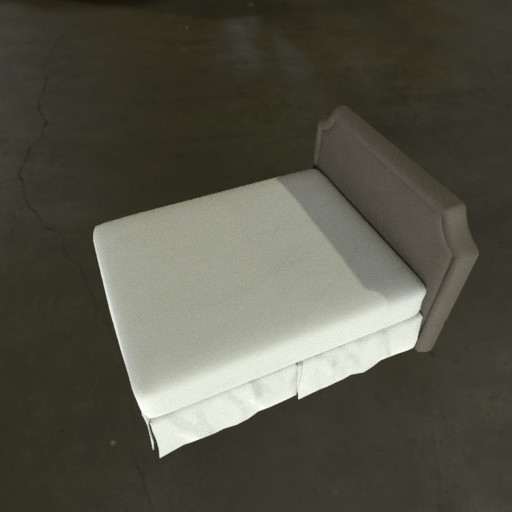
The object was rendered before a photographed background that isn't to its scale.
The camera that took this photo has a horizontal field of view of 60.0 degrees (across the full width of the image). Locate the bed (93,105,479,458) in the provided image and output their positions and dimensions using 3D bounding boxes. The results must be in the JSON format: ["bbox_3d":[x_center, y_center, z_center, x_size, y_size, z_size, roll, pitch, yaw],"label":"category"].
[{"bbox_3d":[0.000,0.000,3.242,2.181,1.297,1.831,-17,48,-16],"label":"bed"}]
